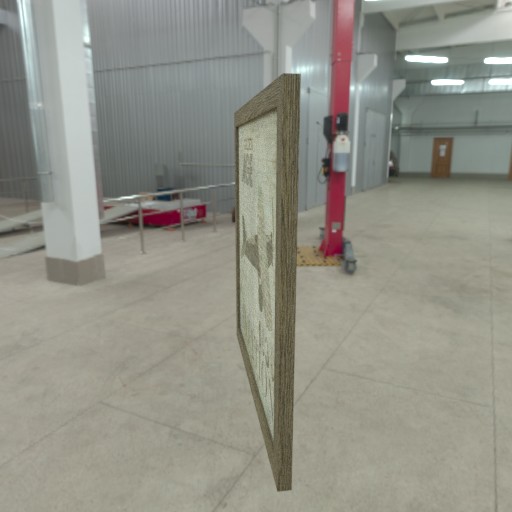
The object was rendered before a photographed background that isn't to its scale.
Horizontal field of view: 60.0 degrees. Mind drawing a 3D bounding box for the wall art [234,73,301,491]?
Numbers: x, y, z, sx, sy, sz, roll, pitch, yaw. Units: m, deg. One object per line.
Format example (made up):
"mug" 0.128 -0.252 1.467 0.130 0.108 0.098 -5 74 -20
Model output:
"wall art" 0.000 0.000 0.761 0.019 0.508 0.508 -2 14 -8
